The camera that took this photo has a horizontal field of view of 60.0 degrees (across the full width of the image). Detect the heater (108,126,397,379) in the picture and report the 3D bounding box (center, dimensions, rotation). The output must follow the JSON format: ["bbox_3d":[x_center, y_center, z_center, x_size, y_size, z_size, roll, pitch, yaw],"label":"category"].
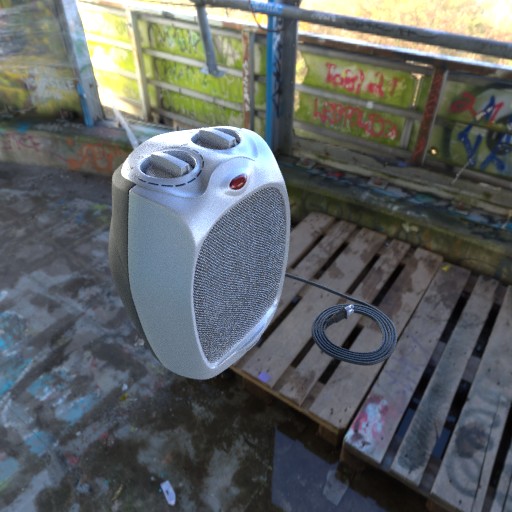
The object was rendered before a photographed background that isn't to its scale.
[{"bbox_3d":[0.000,0.000,0.460,0.291,0.240,0.239,26,46,27],"label":"heater"}]
